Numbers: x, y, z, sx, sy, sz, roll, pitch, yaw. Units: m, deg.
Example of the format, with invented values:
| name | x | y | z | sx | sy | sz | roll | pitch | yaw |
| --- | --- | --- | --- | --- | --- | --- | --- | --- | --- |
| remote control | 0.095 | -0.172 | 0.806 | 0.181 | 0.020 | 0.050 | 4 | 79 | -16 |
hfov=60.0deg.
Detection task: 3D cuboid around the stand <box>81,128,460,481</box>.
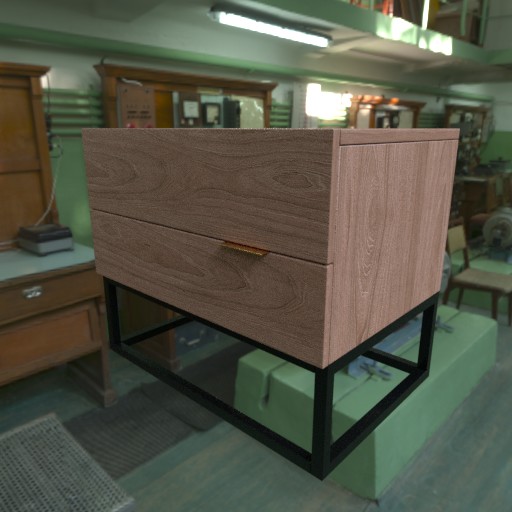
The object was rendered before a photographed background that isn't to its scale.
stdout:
| name | x | y | z | sx | sy | sz | roll | pitch | yaw |
| --- | --- | --- | --- | --- | --- | --- | --- | --- | --- |
| stand | 0.000 | 0.000 | 0.905 | 0.600 | 0.500 | 0.420 | 14 | 21 | 41 |
